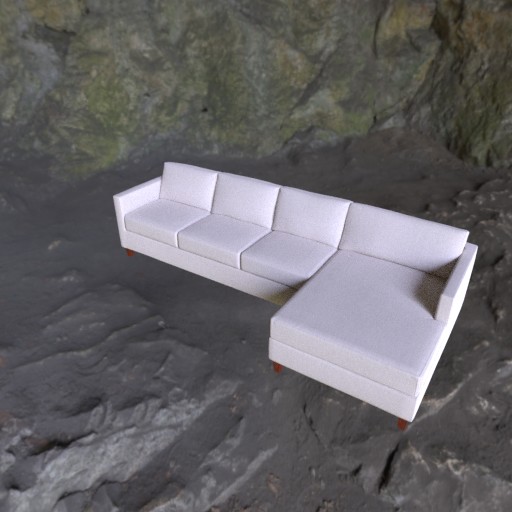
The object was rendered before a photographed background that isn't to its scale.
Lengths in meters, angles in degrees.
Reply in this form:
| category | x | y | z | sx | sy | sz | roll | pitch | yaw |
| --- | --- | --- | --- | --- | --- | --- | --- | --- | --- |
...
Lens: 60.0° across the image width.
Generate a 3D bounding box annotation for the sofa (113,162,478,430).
| category | x | y | z | sx | sy | sz | roll | pitch | yaw |
| --- | --- | --- | --- | --- | --- | --- | --- | --- | --- |
| sofa | 0.000 | 0.000 | 4.106 | 3.471 | 0.954 | 1.599 | 18 | 34 | 28 |
